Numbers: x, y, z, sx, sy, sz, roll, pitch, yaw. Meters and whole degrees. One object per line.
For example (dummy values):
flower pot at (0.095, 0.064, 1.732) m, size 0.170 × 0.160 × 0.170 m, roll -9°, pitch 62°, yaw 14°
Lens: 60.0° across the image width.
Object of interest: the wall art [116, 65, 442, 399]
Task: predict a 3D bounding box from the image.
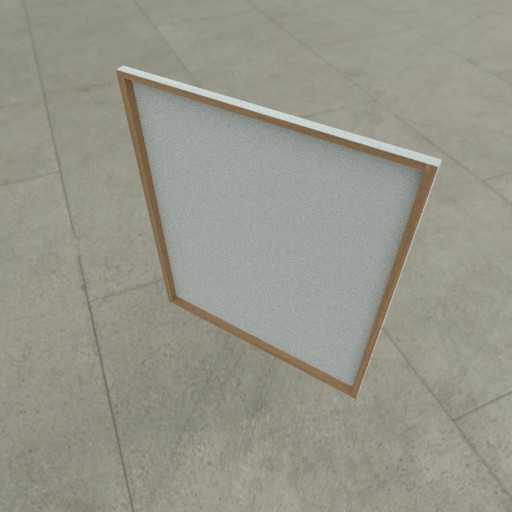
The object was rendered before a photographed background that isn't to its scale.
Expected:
wall art at (0.000, 0.000, 0.992) m, size 0.609 × 0.710 × 0.021 m, roll 24°, pitch 51°, yaw 21°
